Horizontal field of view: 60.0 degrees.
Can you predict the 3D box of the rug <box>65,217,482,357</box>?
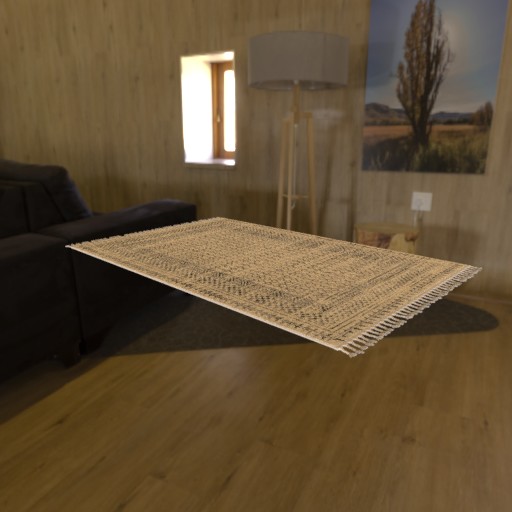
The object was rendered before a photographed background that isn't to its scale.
[{"bbox_3d":[0.000,0.000,3.044,2.486,0.013,1.548,14,21,41],"label":"rug"}]
